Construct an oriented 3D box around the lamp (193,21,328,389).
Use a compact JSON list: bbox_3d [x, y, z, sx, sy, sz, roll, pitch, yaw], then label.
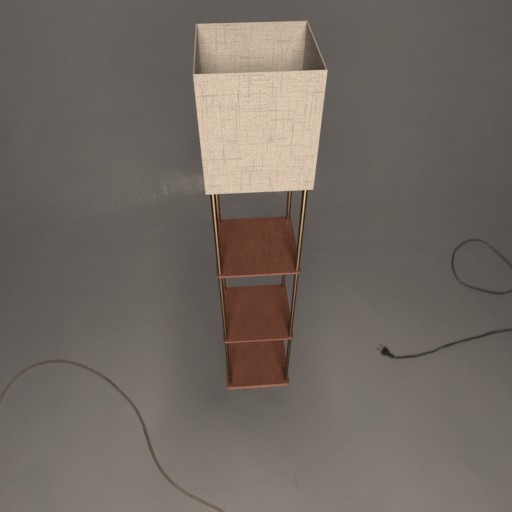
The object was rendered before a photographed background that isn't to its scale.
[{"bbox_3d":[0.000,0.000,1.695,0.310,1.569,0.308,-3,47,-3],"label":"lamp"}]
